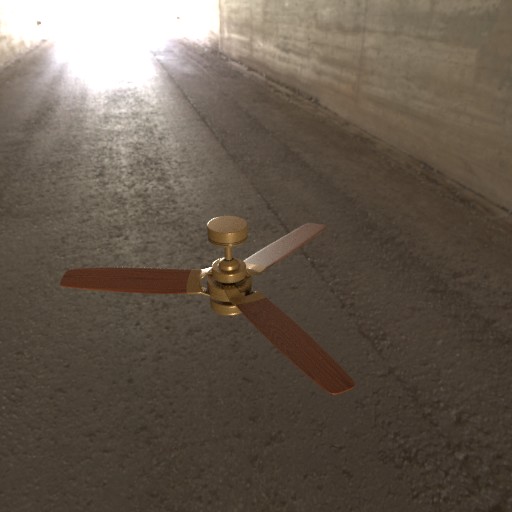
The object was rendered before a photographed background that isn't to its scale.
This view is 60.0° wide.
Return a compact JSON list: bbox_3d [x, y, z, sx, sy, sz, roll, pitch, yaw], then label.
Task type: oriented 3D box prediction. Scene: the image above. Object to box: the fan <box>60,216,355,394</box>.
[{"bbox_3d":[0.000,0.000,2.081,1.416,0.425,1.271,21,36,32],"label":"fan"}]
